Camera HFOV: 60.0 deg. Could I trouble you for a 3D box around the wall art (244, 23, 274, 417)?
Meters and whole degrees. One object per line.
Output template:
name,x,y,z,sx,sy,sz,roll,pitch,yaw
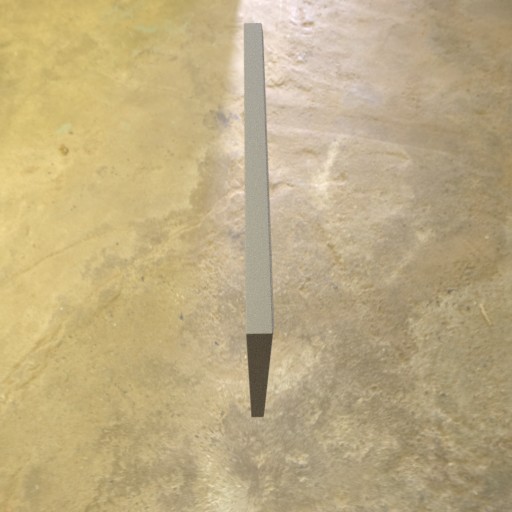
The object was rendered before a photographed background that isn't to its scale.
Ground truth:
wall art,0.000,0.000,0.772,0.029,0.558,0.458,-1,62,0
